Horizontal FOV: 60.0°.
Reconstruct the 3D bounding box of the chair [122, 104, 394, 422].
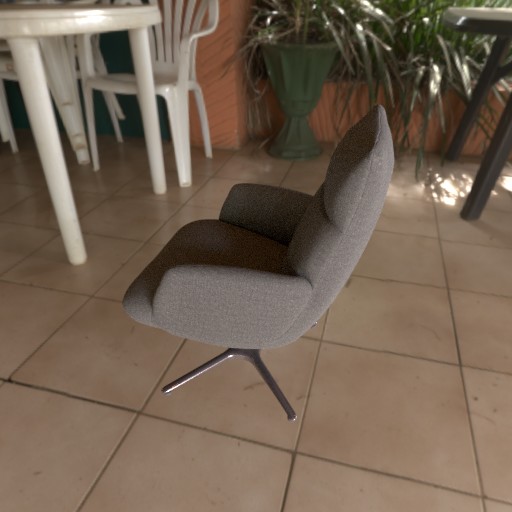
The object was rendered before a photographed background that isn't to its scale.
[{"bbox_3d":[0.000,0.000,1.577,0.831,0.984,0.702,8,32,12],"label":"chair"}]
